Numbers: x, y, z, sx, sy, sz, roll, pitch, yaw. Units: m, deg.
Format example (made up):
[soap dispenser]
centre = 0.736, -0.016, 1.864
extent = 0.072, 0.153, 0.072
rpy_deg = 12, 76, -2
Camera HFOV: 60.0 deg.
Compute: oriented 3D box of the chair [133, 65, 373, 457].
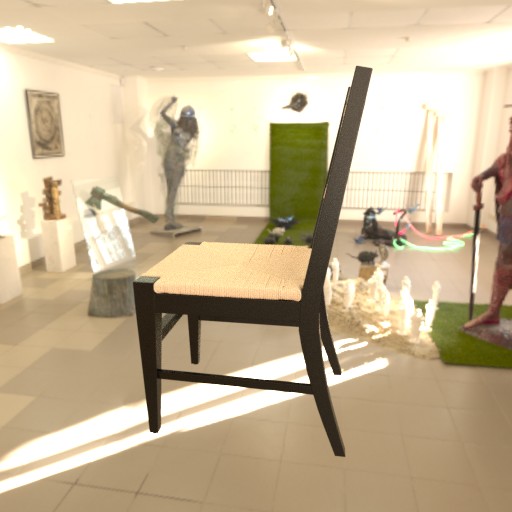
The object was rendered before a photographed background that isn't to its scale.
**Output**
[chair]
centre = 0.000, 0.000, 1.250
extent = 0.552, 0.927, 0.437
rpy_deg = 2, 15, 9
